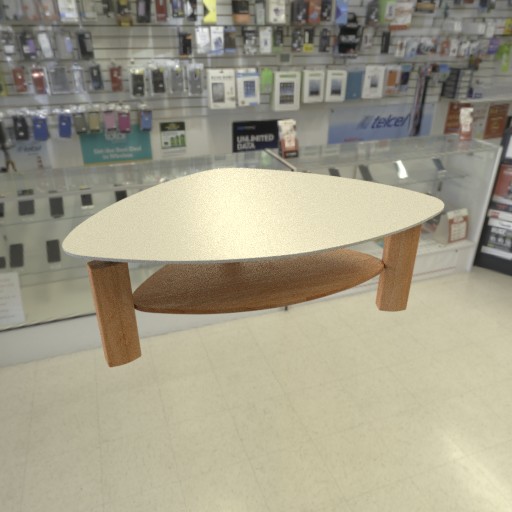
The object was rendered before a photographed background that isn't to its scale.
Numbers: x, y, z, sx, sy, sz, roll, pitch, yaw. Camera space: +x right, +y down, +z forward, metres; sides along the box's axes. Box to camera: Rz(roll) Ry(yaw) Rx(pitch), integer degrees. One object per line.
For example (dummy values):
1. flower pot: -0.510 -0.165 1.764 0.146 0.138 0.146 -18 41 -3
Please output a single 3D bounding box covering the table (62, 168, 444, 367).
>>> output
1. table: 0.000 0.000 1.661 1.250 0.440 0.850 -8 28 -15
